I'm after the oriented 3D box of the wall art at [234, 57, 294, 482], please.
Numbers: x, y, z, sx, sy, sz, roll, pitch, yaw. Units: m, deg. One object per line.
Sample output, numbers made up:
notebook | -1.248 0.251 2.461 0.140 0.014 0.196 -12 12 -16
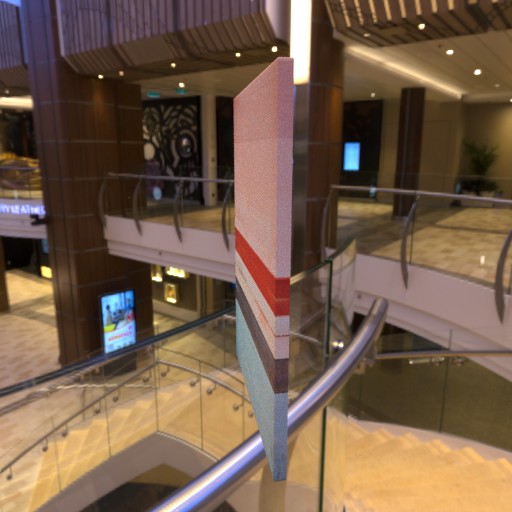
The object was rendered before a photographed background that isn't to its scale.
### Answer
wall art | 0.000 0.000 1.393 0.039 1.016 0.761 -2 13 -9
